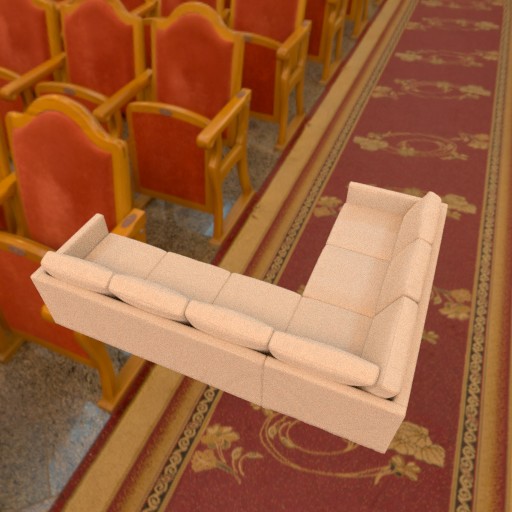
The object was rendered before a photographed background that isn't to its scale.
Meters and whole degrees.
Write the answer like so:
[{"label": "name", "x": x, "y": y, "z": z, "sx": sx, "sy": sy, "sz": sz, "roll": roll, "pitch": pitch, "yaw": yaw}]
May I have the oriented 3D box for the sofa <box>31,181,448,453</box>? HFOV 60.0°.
[{"label": "sofa", "x": 0.000, "y": 0.000, "z": 4.296, "sx": 3.182, "sy": 0.871, "sz": 2.432, "roll": 17, "pitch": 48, "yaw": 16}]
